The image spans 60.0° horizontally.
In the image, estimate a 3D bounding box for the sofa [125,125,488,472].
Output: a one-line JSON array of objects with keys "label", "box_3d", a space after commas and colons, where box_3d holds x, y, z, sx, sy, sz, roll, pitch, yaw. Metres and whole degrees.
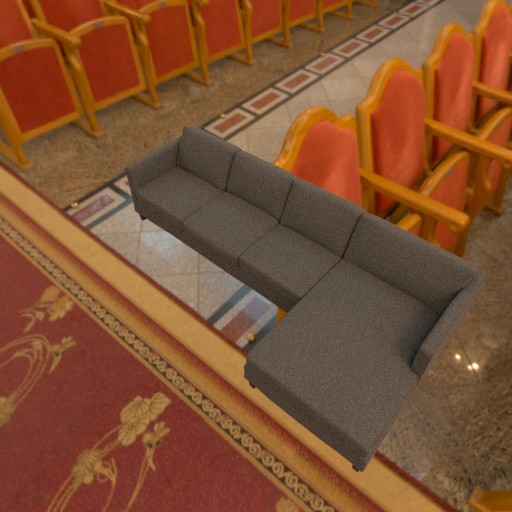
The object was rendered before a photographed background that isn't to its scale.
[{"label": "sofa", "box_3d": [0.000, 0.000, 3.768, 3.186, 0.846, 1.625, 32, 54, 27]}]
